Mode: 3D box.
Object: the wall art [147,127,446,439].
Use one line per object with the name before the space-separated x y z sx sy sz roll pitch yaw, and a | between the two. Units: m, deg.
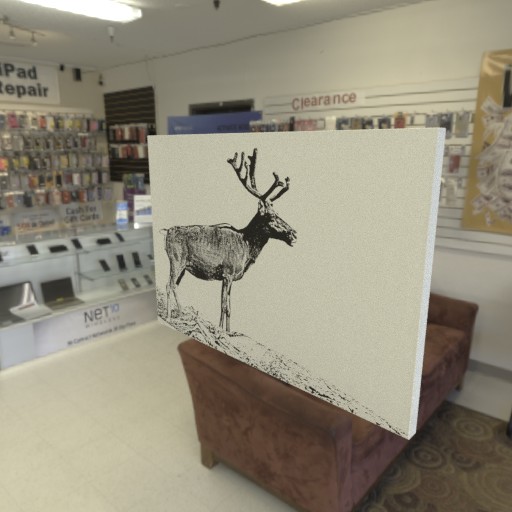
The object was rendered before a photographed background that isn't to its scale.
wall art | 0.000 0.000 1.154 0.906 0.617 0.033 13 19 42
